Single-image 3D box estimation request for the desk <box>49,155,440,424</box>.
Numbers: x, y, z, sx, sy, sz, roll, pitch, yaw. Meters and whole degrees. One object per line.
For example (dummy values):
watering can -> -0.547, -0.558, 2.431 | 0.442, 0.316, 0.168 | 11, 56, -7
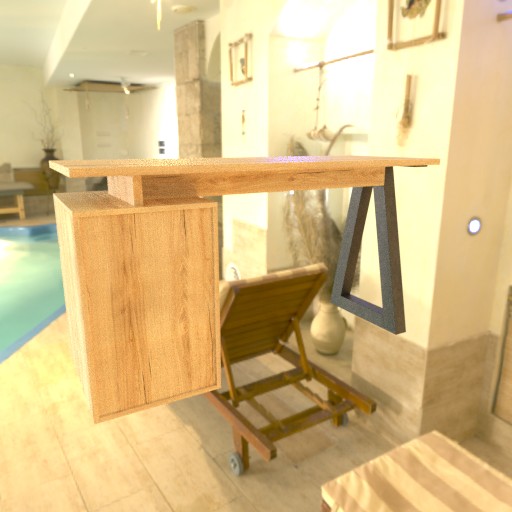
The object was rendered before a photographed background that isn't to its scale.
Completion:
desk -> 0.000, 0.000, 1.787 | 1.400, 0.760, 0.550 | -8, 16, -28
